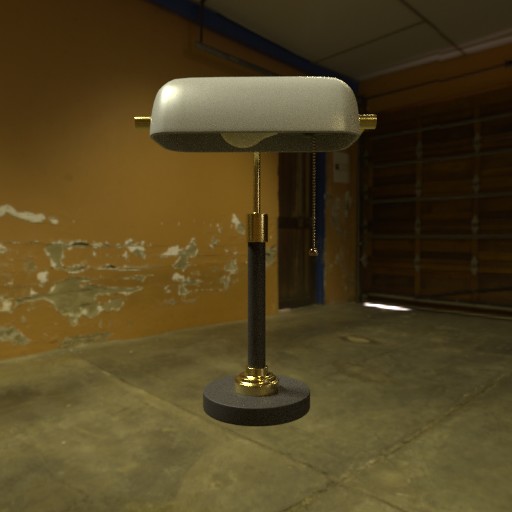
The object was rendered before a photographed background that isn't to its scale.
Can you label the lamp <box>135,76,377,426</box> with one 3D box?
[{"bbox_3d":[0.000,0.000,0.552,0.269,0.404,0.227,0,1,1],"label":"lamp"}]
